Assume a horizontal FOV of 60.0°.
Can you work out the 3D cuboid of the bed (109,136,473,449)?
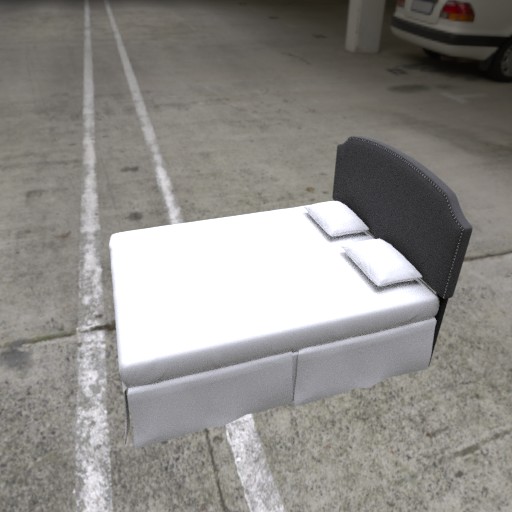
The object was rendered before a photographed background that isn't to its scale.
[{"bbox_3d":[0.000,0.000,2.994,1.999,1.270,1.558,-10,33,-15],"label":"bed"}]
